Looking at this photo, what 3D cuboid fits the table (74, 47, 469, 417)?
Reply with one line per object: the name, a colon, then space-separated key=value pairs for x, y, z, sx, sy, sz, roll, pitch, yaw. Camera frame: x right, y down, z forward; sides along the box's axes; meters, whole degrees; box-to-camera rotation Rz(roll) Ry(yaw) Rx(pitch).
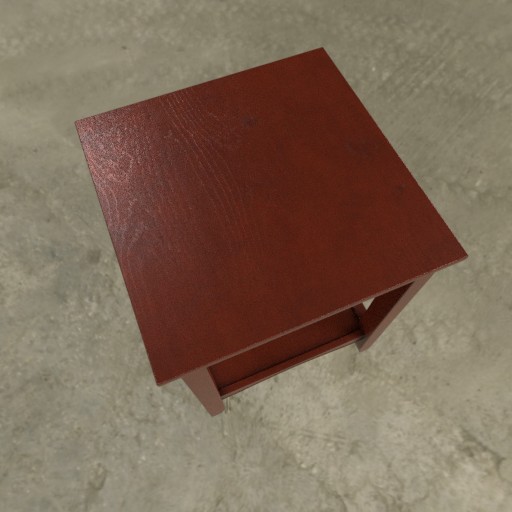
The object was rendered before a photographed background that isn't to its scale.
table: x=0.000 y=0.000 z=0.989 sx=0.522 sy=0.558 sz=0.523 roll=-18 pitch=66 yaw=-9
